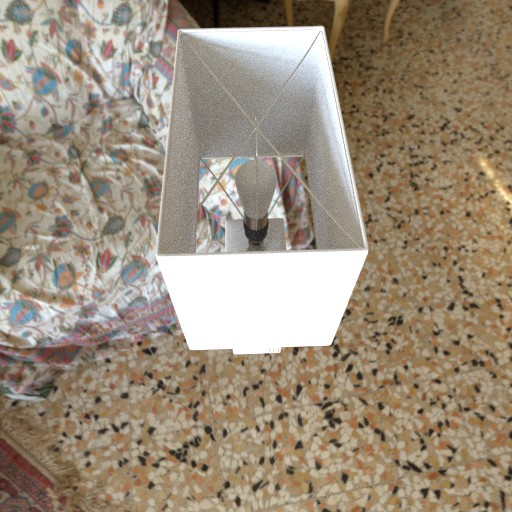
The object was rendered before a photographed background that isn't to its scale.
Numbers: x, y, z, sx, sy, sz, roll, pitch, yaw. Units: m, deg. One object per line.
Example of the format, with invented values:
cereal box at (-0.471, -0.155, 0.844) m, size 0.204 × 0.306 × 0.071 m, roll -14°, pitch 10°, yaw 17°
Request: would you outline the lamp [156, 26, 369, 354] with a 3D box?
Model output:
lamp at (0.000, 0.000, 0.693) m, size 0.182 × 0.543 × 0.334 m, roll -2°, pitch 58°, yaw -1°
